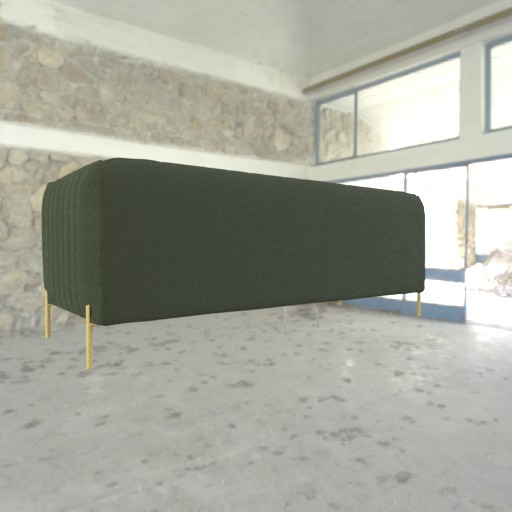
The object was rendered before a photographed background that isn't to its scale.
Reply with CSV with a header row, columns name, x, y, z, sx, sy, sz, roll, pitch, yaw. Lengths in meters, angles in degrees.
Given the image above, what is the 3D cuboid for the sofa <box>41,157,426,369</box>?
name,x,y,z,sx,sy,sz,roll,pitch,yaw
sofa,0.000,0.000,2.553,2.137,0.793,0.896,-1,1,-37
